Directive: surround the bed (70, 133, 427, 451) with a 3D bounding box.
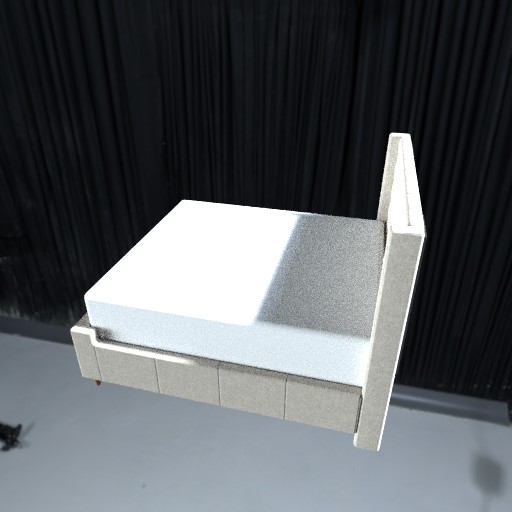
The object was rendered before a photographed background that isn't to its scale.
[{"bbox_3d":[0.000,0.000,3.806,2.370,1.743,2.045,7,31,13],"label":"bed"}]
